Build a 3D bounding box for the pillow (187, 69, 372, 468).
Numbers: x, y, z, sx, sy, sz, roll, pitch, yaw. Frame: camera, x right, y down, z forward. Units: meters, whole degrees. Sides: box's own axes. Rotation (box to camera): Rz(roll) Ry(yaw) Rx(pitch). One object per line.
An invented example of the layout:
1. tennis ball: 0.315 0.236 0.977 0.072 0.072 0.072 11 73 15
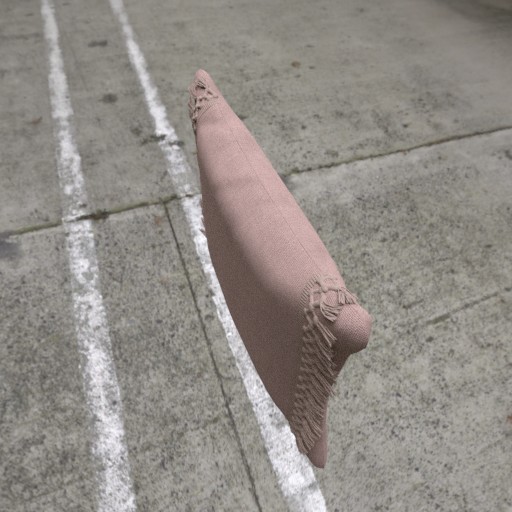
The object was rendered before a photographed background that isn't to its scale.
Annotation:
1. pillow: 0.000 0.000 0.573 0.084 0.305 0.466 -15 48 -14
